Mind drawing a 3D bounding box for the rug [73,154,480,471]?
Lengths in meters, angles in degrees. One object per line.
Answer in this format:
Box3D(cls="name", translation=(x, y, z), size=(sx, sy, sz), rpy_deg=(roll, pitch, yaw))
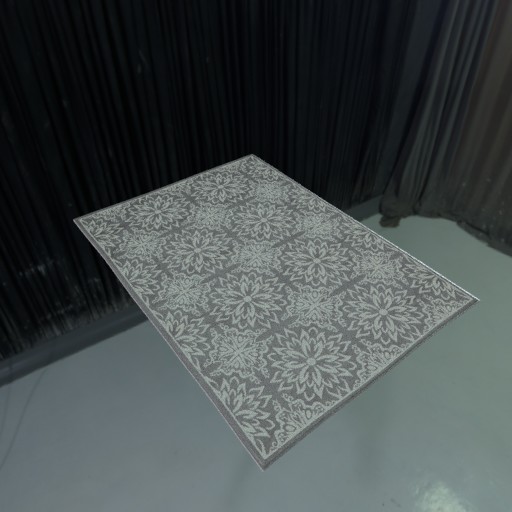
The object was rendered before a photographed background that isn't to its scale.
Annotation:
Box3D(cls="rug", translation=(0.000, 0.000, 2.878), size=(1.608, 0.014, 2.213), rpy_deg=(-27, 48, -27))
